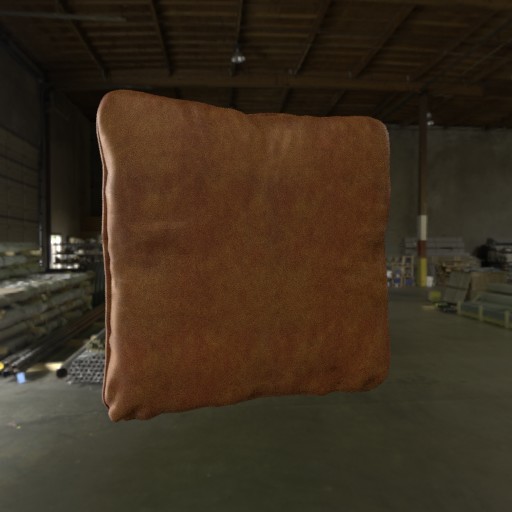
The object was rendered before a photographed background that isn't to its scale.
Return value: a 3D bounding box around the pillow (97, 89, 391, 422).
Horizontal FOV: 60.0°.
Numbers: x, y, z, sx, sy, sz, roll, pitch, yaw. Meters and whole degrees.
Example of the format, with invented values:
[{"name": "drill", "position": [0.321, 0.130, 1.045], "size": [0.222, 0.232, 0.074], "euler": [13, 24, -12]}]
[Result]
[{"name": "pillow", "position": [0.000, 0.000, 0.728], "size": [0.489, 0.490, 0.130], "euler": [-1, 2, -19]}]
